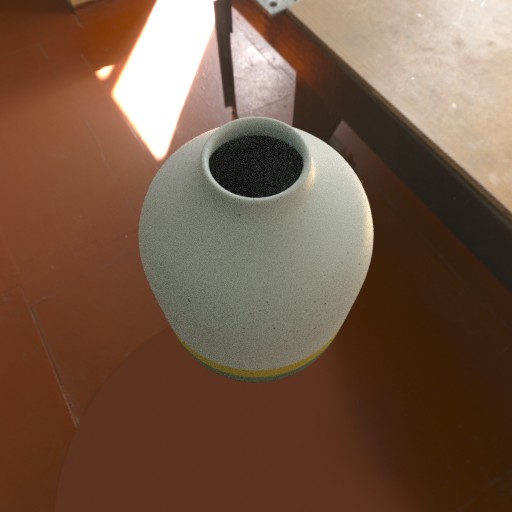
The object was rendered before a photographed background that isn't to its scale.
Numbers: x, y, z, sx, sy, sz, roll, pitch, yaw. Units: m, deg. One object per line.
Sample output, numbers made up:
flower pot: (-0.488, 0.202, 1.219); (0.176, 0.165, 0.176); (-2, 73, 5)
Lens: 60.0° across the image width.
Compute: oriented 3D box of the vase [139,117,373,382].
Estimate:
vase: (0.000, 0.000, 0.357); (0.169, 0.240, 0.169); (0, 62, 0)
